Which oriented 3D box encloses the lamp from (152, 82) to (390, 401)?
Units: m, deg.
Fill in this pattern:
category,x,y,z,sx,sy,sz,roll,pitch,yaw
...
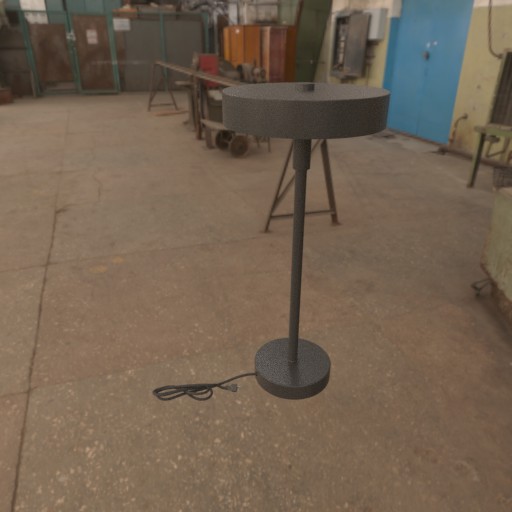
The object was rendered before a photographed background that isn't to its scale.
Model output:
category,x,y,z,sx,sy,sz,roll,pitch,yaw
lamp,0.000,0.000,0.701,0.369,0.508,0.229,-8,27,-15
